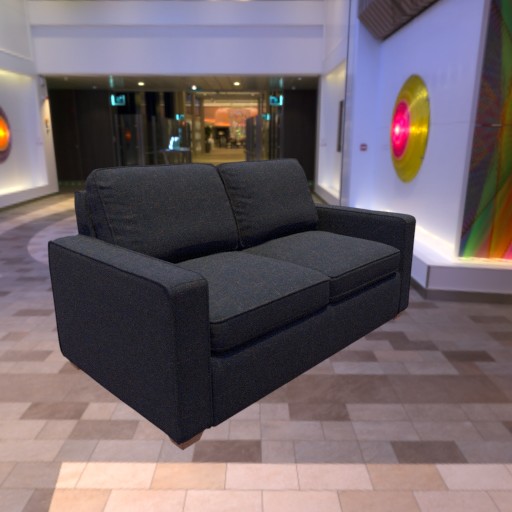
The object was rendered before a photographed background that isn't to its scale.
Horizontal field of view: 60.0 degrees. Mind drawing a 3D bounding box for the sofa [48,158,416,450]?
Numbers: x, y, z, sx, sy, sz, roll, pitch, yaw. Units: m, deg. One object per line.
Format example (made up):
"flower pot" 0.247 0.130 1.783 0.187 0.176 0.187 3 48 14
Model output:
"sofa" 0.000 0.000 2.247 0.947 0.918 1.709 14 20 42
